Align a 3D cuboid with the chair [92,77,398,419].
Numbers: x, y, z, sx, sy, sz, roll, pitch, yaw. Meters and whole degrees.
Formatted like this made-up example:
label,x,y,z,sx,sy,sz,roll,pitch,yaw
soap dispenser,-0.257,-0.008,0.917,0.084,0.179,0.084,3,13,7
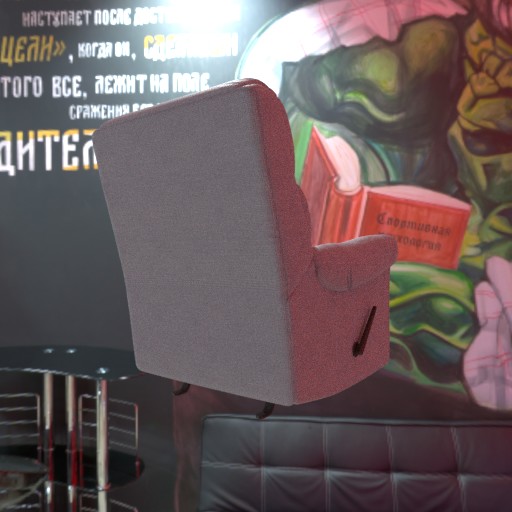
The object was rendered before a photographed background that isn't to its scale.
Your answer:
label,x,y,z,sx,sy,sz,roll,pitch,yaw
chair,0.000,0.000,1.768,0.838,1.054,1.014,0,0,37
